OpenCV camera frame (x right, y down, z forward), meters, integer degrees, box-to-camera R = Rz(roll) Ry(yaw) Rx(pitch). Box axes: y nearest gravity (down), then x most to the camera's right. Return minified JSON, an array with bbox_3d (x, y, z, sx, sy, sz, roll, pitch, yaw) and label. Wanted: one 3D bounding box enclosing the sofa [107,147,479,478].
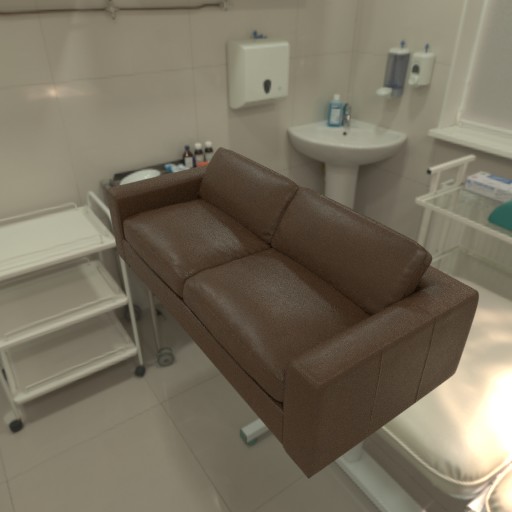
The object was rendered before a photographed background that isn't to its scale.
[{"bbox_3d":[0.000,0.000,2.716,1.070,0.801,2.262,-20,37,-29],"label":"sofa"}]
